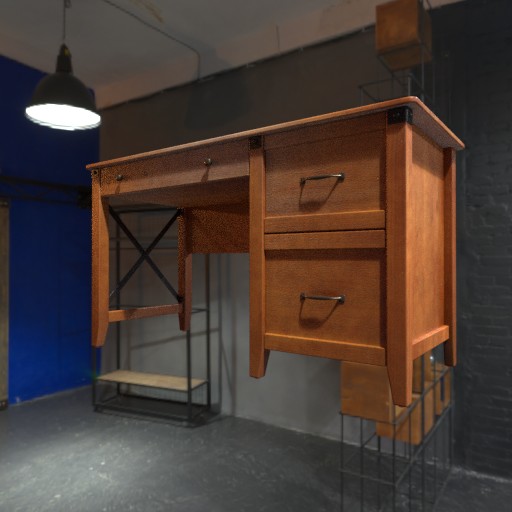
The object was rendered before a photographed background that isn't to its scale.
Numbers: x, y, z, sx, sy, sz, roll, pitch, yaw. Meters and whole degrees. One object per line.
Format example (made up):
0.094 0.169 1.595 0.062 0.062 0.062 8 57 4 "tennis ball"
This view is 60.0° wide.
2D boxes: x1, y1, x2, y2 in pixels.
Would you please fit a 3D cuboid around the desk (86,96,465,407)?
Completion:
0.000 0.000 1.678 1.353 0.756 0.574 0 0 36 "desk"
